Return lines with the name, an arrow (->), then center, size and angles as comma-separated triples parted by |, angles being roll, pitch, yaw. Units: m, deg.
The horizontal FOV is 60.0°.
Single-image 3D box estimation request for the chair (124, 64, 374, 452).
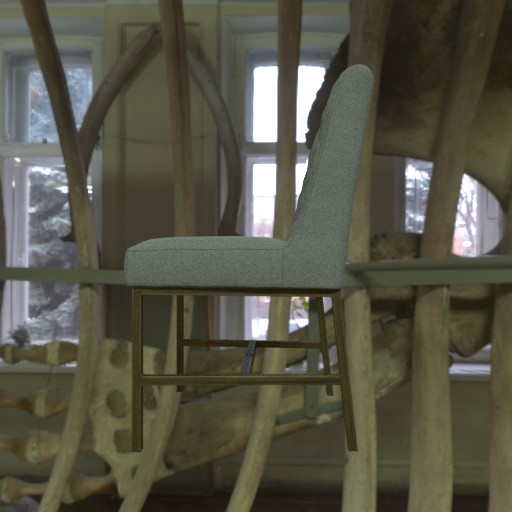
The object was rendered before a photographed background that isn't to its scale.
chair -> 0.000, 0.000, 1.232 | 0.587, 0.889, 0.508 | 0, 0, 2
